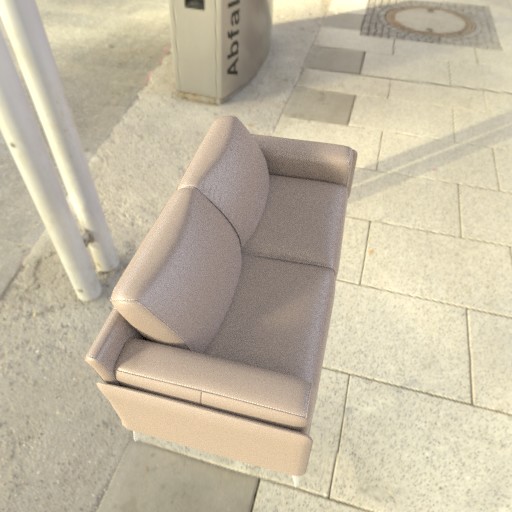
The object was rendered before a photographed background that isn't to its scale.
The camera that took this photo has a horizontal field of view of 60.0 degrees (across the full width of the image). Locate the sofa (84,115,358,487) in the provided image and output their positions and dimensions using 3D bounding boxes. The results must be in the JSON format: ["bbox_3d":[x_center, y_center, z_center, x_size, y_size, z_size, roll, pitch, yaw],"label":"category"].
[{"bbox_3d":[0.000,0.000,2.572,1.049,0.930,2.101,10,47,9],"label":"sofa"}]
